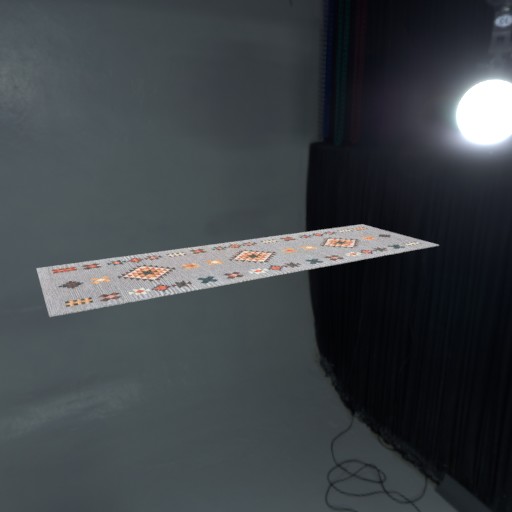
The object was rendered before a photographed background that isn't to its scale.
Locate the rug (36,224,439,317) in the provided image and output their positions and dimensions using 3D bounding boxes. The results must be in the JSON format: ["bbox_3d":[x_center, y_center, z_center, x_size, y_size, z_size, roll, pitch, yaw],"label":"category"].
[{"bbox_3d":[0.000,0.000,2.768,2.432,0.008,0.766,-9,18,-28],"label":"rug"}]
